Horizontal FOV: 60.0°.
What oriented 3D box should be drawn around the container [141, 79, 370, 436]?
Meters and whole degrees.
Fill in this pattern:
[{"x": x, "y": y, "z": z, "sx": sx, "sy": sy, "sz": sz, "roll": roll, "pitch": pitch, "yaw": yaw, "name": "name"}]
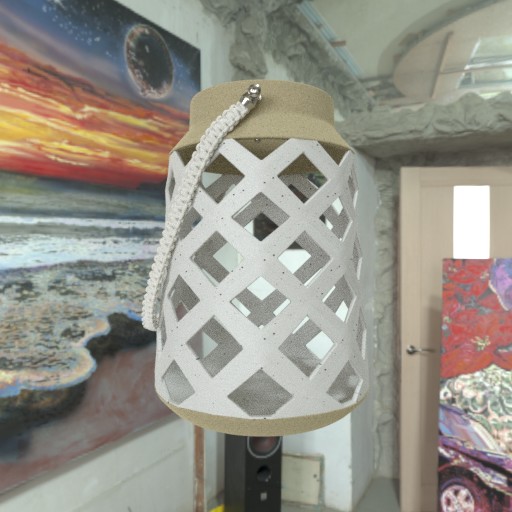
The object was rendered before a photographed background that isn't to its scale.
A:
[{"x": 0.000, "y": 0.000, "z": 0.340, "sx": 0.172, "sy": 0.229, "sz": 0.163, "roll": 0, "pitch": 1, "yaw": 1, "name": "container"}]
